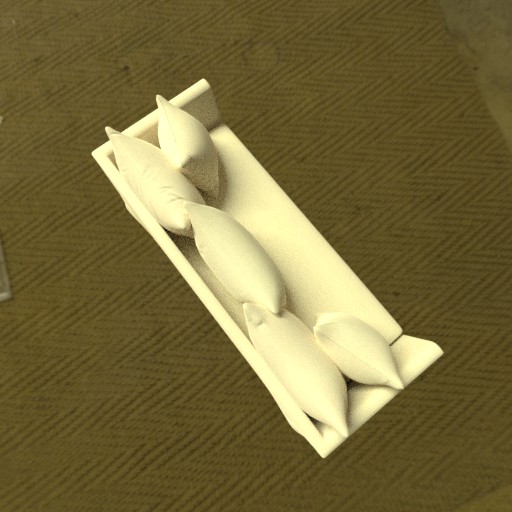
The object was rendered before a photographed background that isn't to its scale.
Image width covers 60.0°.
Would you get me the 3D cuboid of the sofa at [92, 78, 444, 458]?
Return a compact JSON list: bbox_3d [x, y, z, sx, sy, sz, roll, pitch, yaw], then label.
[{"bbox_3d":[0.000,0.000,3.090,1.030,1.042,2.484,-37,78,-9],"label":"sofa"}]
